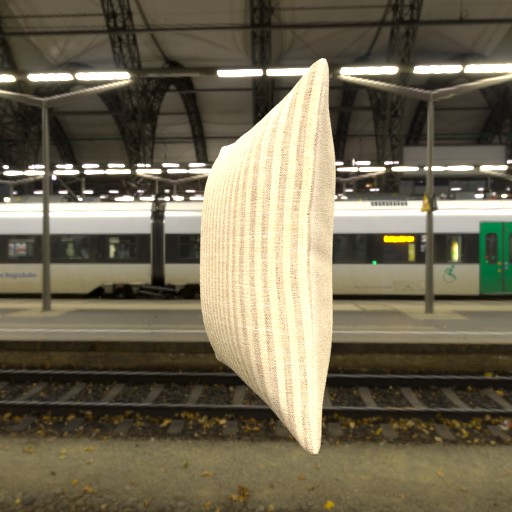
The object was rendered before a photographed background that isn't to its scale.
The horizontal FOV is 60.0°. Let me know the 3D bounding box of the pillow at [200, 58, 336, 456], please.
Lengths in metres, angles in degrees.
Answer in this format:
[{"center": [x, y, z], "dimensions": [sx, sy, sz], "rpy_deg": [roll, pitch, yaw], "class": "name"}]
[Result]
[{"center": [0.000, 0.000, 0.812], "dimensions": [0.166, 0.510, 0.523], "rpy_deg": [0, 1, -18], "class": "pillow"}]
